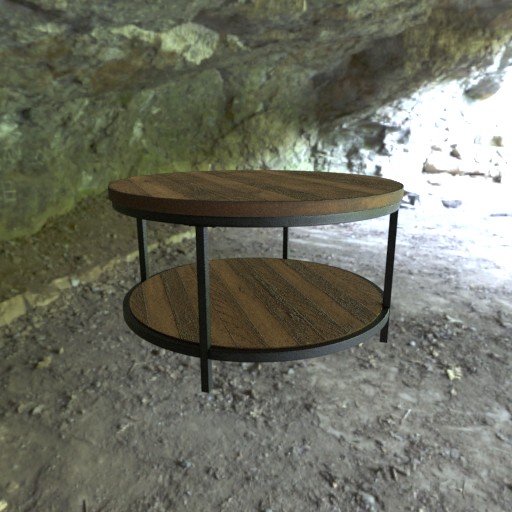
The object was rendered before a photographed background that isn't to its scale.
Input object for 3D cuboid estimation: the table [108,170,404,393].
[{"bbox_3d":[0.000,0.000,1.376,0.837,0.462,0.837,0,15,0],"label":"table"}]
